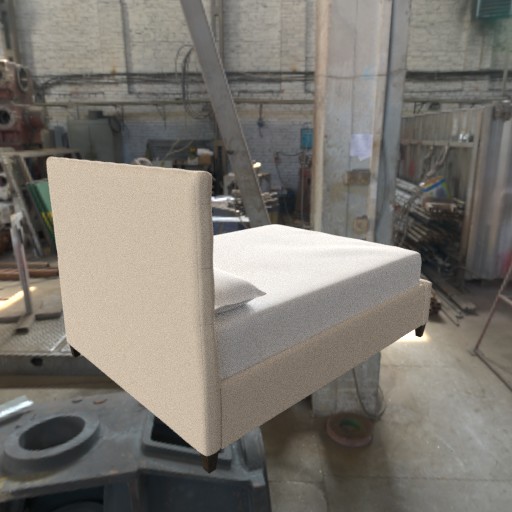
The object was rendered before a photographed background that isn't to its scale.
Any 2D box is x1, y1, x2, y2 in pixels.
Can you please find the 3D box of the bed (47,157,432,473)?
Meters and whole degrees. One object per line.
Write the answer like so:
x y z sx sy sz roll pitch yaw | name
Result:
0.000 0.000 3.226 2.233 1.426 1.696 -14 21 -42 | bed
